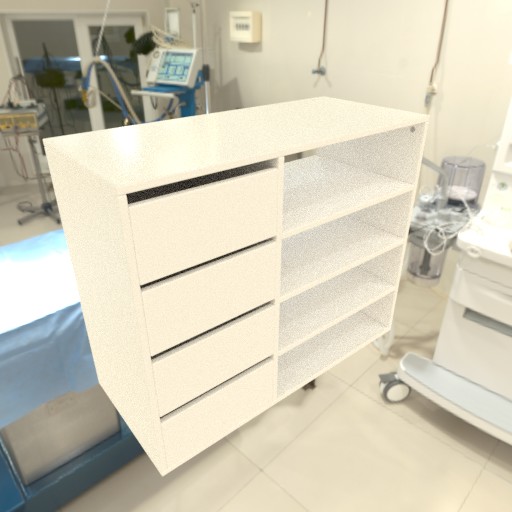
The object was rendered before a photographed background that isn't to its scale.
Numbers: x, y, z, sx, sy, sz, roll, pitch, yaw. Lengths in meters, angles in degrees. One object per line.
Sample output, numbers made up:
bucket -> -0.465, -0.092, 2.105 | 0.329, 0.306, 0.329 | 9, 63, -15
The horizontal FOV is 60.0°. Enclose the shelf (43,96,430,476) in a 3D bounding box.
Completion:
shelf -> 0.000, 0.000, 1.267 | 0.895, 0.732, 0.396 | -21, 35, -33
